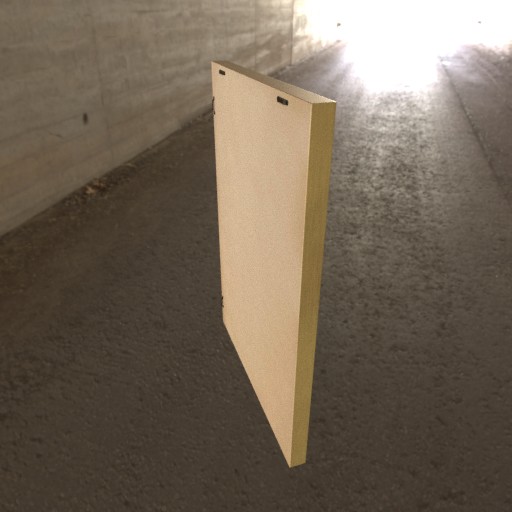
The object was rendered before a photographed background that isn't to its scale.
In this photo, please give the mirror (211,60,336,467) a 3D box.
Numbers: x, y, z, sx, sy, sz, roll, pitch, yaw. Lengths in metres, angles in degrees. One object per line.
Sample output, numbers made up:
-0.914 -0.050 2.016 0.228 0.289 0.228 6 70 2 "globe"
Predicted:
0.000 0.000 0.936 0.040 0.710 0.507 -10 31 -17 "mirror"
